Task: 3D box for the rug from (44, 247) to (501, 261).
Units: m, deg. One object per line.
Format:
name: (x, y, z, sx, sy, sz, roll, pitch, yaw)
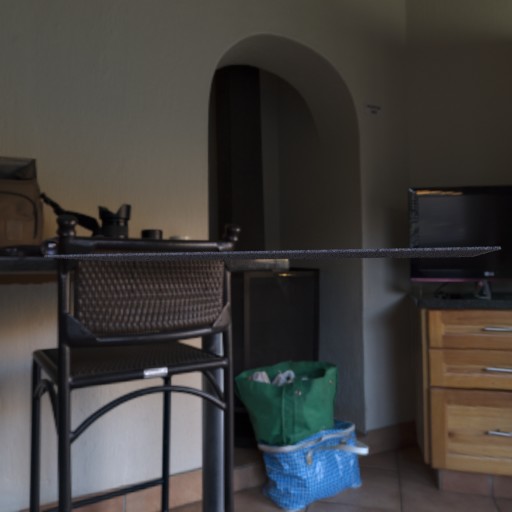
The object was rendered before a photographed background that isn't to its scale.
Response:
rug: (0.000, 0.000, 2.463, 2.296, 0.011, 0.691, -1, -3, 18)
